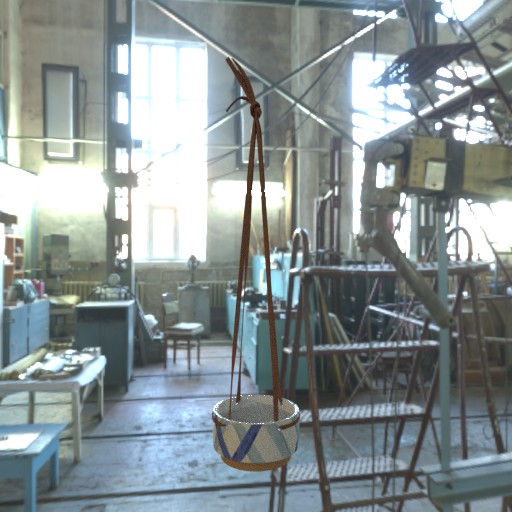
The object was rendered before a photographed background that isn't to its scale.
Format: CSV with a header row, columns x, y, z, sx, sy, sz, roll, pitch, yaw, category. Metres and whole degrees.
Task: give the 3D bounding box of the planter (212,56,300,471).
x,y,z,sx,sy,sz,roll,pitch,yaw,category
0.000,0.000,0.839,0.166,0.751,0.166,0,0,37,planter
